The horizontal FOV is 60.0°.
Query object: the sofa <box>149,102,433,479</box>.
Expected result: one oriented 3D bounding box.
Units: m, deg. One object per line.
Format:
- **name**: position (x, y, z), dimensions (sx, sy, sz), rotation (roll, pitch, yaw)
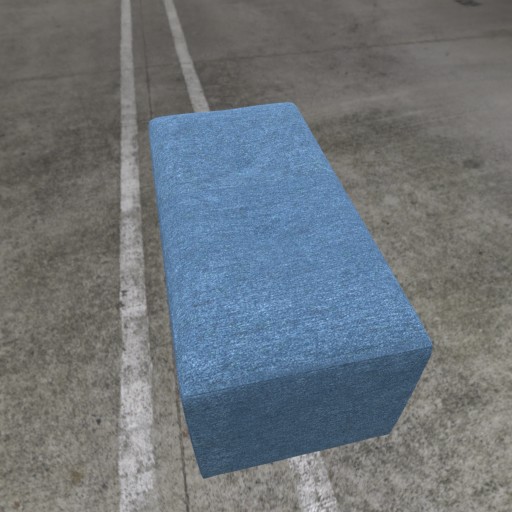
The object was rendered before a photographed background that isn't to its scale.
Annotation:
- **sofa**: position (0.000, 0.000, 1.197), dimensions (0.480, 0.470, 0.930), rotation (-9, 48, -9)
